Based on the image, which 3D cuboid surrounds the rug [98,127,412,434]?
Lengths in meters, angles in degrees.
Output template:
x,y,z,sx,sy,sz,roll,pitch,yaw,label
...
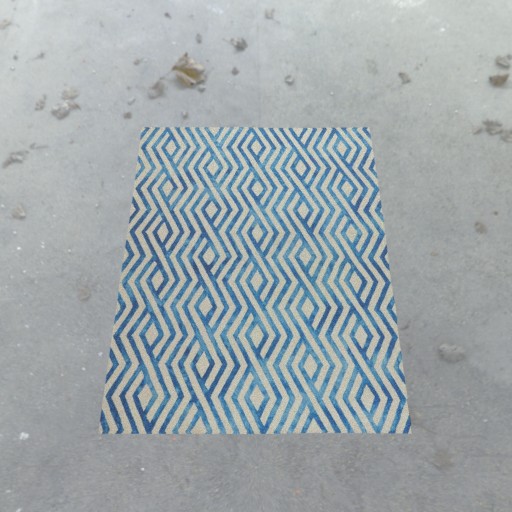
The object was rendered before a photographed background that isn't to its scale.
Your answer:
x,y,z,sx,sy,sz,roll,pitch,yaw,label
0.000,0.000,4.100,2.453,0.008,3.059,0,65,0,rug
